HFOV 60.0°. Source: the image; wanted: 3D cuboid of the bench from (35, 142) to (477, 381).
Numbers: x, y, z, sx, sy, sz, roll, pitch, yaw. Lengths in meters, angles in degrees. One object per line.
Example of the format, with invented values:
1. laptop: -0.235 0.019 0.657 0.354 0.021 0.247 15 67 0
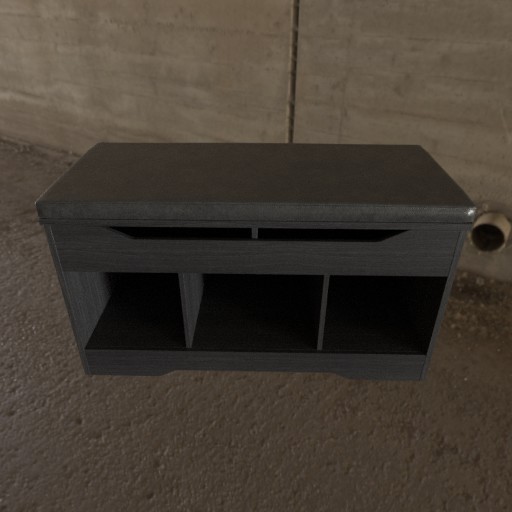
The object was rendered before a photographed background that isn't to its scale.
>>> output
1. bench: 0.000 0.000 1.194 0.905 0.501 0.401 1 32 1
